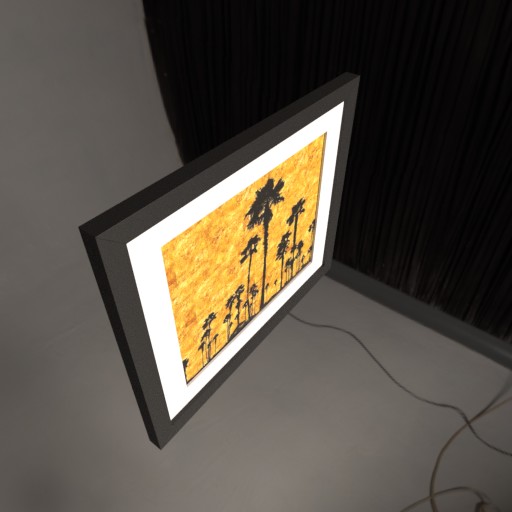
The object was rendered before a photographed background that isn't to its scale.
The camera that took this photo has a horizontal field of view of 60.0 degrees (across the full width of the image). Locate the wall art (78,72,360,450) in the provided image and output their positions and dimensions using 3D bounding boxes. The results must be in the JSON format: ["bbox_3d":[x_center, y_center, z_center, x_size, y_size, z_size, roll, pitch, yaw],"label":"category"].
[{"bbox_3d":[0.000,0.000,0.762,0.028,0.460,0.561,27,48,27],"label":"wall art"}]
